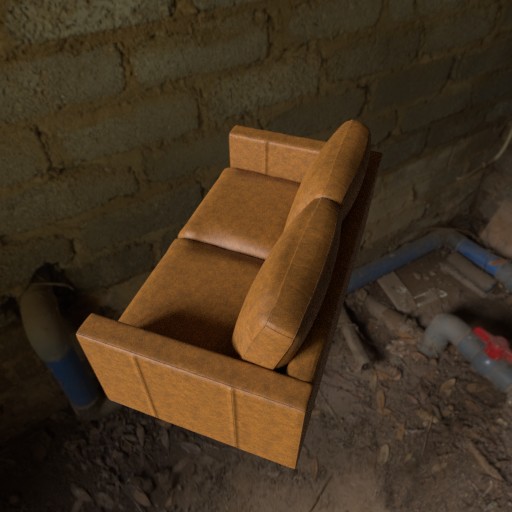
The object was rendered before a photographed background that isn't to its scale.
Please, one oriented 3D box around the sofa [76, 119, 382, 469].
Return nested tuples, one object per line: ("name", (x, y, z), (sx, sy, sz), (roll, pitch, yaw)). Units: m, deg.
("sofa", (0.000, 0.000, 2.171), (0.909, 0.951, 1.578), (15, 48, 14))
